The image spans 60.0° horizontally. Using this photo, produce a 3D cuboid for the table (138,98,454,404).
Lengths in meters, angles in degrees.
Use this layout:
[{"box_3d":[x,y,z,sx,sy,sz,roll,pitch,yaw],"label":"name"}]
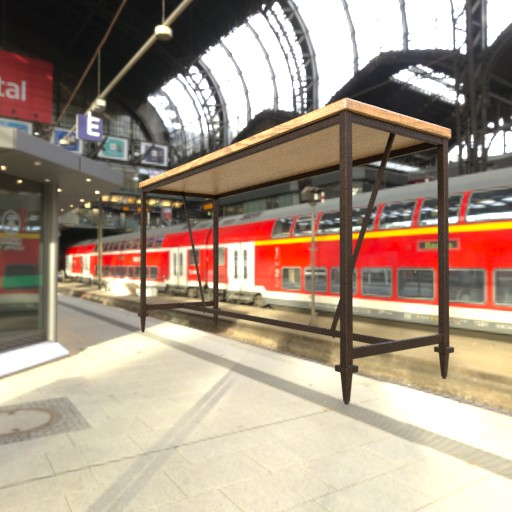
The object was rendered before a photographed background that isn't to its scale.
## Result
[{"box_3d":[0.000,0.000,2.138,0.551,0.902,1.700,1,-1,-35],"label":"table"}]
